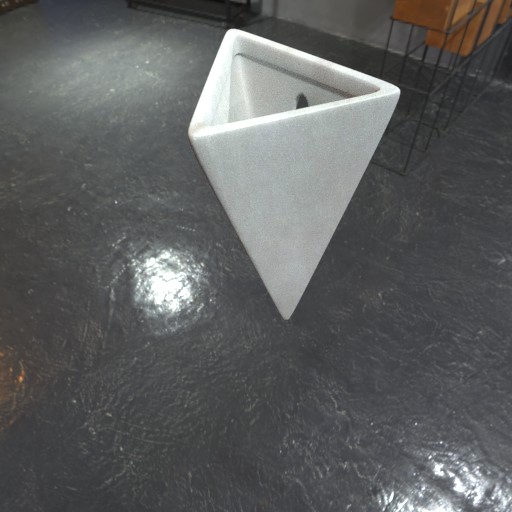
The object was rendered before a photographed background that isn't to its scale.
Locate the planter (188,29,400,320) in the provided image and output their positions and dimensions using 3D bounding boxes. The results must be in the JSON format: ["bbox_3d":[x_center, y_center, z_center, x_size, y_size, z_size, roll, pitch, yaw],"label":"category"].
[{"bbox_3d":[0.000,0.000,0.160,0.058,0.130,0.047,33,56,26],"label":"planter"}]
